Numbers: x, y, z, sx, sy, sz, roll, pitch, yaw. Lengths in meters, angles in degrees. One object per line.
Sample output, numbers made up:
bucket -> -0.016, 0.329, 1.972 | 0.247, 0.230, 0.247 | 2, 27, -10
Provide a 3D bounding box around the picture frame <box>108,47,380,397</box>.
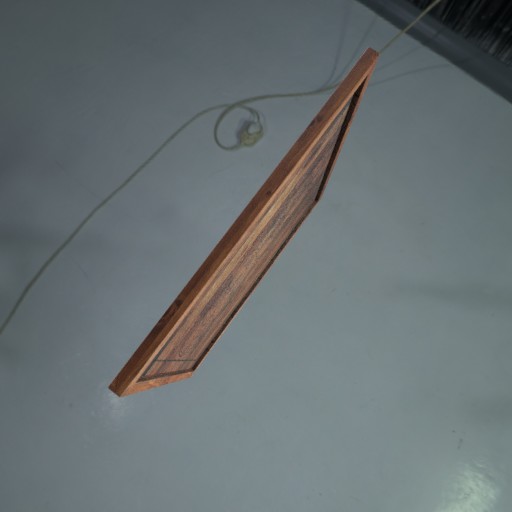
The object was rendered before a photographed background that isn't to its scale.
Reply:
picture frame -> 0.000, 0.000, 1.208 | 0.029, 0.817, 0.810 | 35, 79, 8
